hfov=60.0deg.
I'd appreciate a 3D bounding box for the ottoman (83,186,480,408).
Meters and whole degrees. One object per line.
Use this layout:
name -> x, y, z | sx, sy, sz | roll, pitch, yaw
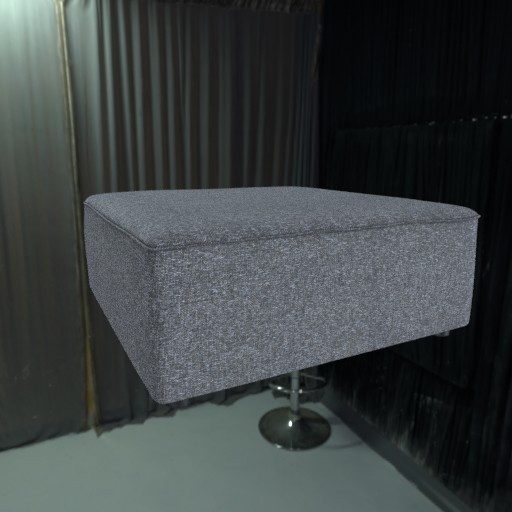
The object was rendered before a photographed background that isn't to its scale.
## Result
ottoman -> 0.000, 0.000, 1.545 | 1.017, 0.423, 1.021 | -7, 14, -27
